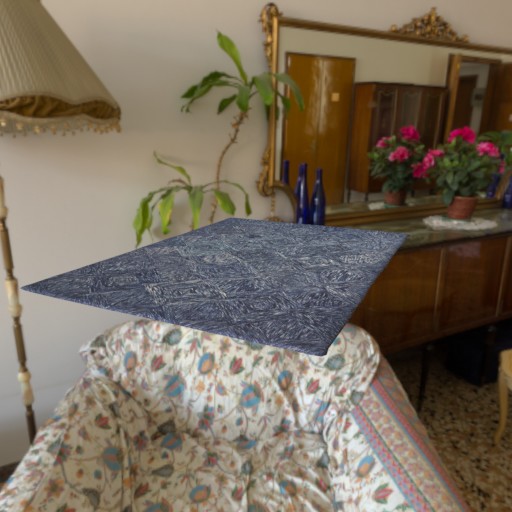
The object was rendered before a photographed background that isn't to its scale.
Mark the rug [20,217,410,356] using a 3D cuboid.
[{"bbox_3d":[0.000,0.000,4.216,2.385,0.024,3.245,7,17,25],"label":"rug"}]
